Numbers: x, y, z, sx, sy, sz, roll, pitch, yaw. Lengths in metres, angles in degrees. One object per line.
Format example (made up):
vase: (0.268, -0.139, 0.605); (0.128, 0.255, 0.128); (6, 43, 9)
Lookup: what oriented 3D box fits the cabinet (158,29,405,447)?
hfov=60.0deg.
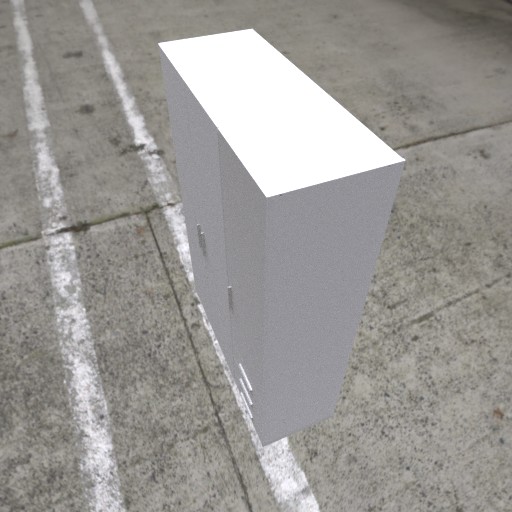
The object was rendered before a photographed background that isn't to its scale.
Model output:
cabinet: (0.000, 0.000, 2.471); (0.510, 1.910, 1.290); (-17, 48, -16)
